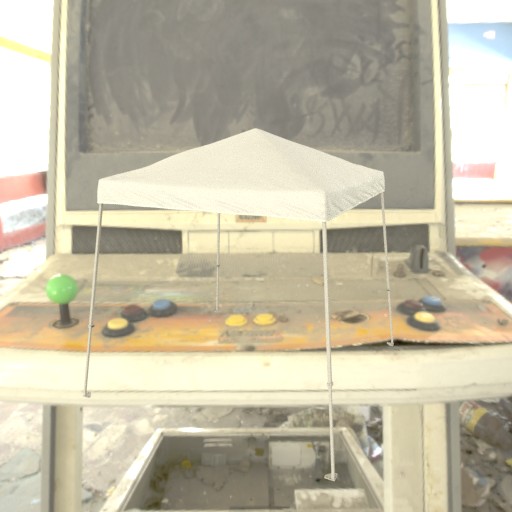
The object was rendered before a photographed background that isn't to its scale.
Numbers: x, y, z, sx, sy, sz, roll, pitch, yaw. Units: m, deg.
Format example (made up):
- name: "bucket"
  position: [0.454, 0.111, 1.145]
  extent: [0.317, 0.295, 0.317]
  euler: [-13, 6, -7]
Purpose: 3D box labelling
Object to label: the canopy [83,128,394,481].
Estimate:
- name: "canopy"
  position: [0.000, 0.000, 6.498]
  extent: [3.600, 3.600, 3.599]
  euler: [7, 16, 25]
